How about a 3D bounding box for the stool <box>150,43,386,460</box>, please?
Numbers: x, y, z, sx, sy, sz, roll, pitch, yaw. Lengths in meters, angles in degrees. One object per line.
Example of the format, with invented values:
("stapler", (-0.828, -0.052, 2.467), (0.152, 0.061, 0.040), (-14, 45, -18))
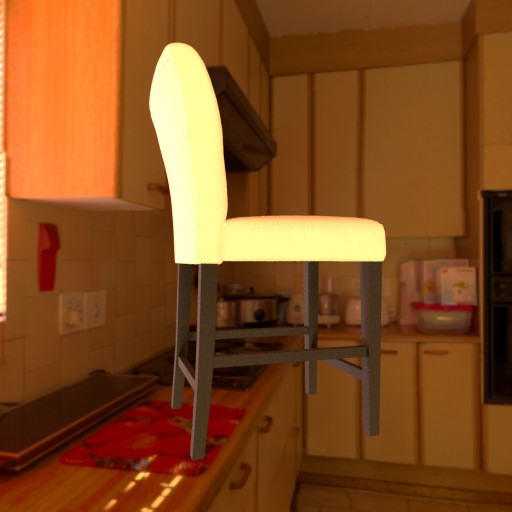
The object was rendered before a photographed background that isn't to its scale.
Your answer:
("stool", (0.000, 0.000, 1.308), (0.603, 0.972, 0.514), (0, -1, -18))
